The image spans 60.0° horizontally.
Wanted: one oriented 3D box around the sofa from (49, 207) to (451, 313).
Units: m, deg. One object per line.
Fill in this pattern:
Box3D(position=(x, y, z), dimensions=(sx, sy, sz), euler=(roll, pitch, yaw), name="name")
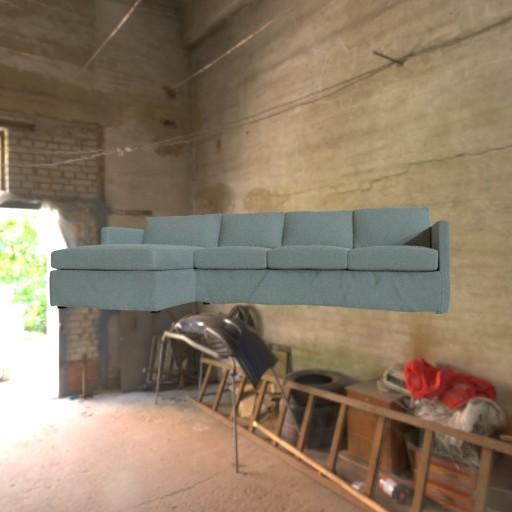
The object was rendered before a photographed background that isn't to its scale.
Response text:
Box3D(position=(0.000, 0.000, 3.984), dimensions=(3.205, 0.922, 1.650), euler=(0, 0, 17), name="sofa")
